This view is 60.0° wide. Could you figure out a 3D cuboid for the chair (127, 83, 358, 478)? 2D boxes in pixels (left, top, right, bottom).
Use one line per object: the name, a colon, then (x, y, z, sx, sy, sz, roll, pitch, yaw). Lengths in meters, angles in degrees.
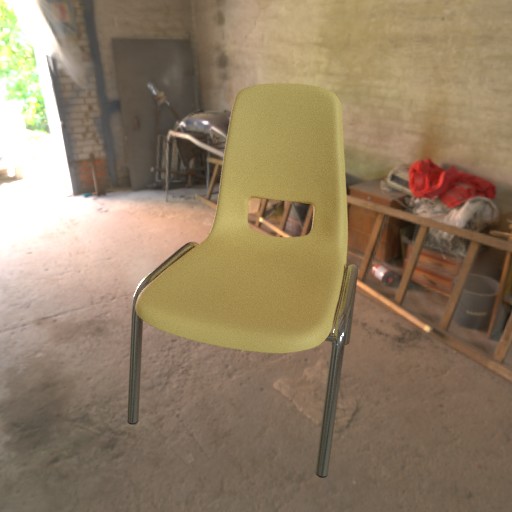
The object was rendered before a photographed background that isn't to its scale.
chair: (0.000, 0.000, 0.775, 0.354, 0.536, 0.385, 8, 27, 16)
